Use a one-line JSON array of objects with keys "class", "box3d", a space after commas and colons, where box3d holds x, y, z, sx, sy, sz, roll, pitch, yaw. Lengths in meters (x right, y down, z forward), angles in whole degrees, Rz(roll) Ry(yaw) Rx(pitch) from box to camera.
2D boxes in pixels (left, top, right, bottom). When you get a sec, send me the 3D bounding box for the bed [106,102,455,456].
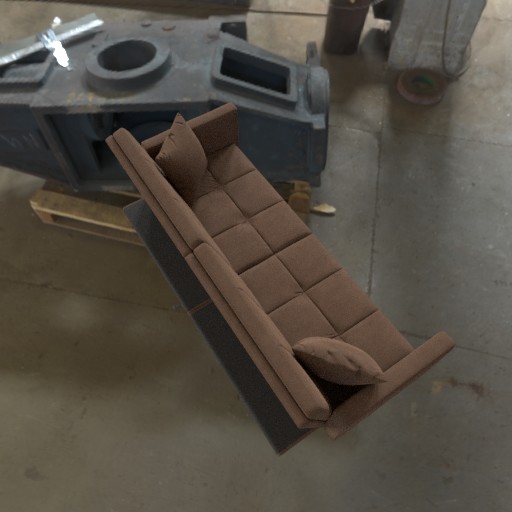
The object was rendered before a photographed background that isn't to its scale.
[{"class": "bed", "box3d": [0.000, 0.000, 2.374, 0.889, 0.787, 1.905, -30, 64, -16]}]
